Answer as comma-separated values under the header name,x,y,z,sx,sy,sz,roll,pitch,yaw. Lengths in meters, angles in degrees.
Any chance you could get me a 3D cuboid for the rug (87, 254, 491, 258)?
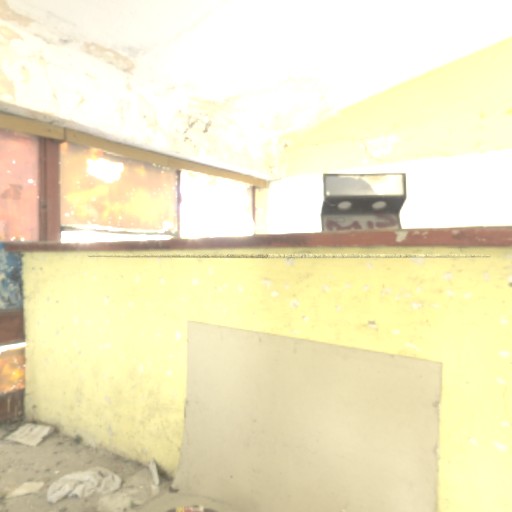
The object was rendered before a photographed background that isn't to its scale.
name,x,y,z,sx,sy,sz,roll,pitch,yaw
rug,0.000,0.000,2.861,1.523,0.017,2.263,0,0,-35
